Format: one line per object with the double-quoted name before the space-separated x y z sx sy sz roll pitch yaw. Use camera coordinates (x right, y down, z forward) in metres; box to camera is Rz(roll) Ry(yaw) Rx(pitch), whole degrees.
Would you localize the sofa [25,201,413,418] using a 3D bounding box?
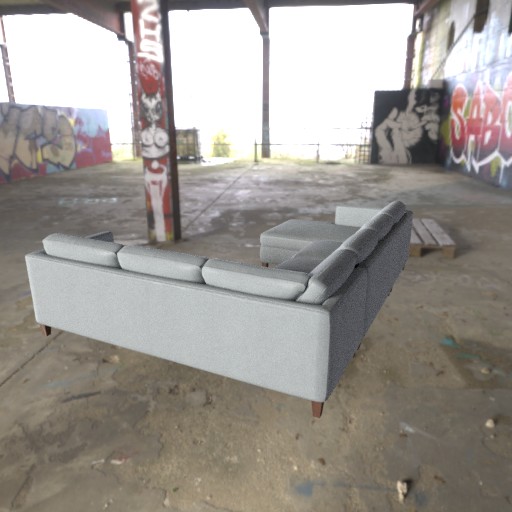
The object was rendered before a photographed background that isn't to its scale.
"sofa" 0.000 0.000 4.410 2.551 0.853 3.238 8 19 25
